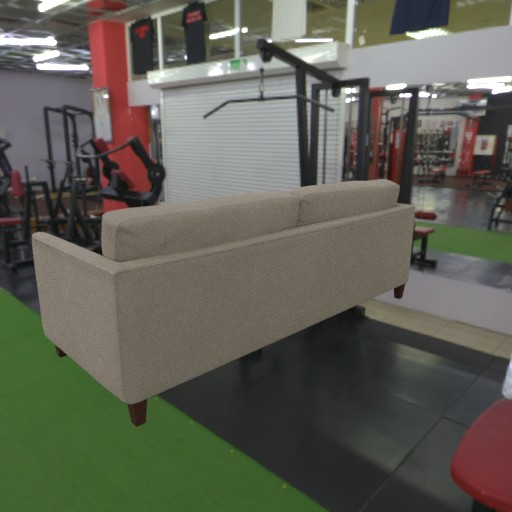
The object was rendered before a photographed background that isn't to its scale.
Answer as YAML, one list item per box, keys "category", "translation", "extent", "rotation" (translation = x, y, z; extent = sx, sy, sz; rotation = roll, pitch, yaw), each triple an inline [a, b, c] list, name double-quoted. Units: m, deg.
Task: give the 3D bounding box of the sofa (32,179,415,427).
- category: "sofa"
  translation: [0.000, 0.000, 2.852]
  extent: [2.404, 0.912, 0.988]
  rotation: [-14, 20, -42]
